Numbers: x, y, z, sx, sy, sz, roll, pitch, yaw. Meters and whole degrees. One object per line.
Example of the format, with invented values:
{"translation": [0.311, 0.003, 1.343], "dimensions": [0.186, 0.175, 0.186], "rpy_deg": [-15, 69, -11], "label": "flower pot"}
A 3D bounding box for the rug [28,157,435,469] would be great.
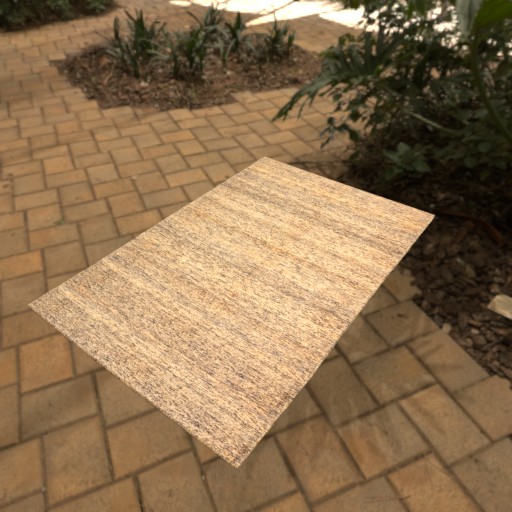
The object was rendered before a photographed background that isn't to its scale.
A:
{"translation": [0.000, 0.000, 2.304], "dimensions": [1.243, 0.014, 1.846], "rpy_deg": [26, 46, 28], "label": "rug"}
